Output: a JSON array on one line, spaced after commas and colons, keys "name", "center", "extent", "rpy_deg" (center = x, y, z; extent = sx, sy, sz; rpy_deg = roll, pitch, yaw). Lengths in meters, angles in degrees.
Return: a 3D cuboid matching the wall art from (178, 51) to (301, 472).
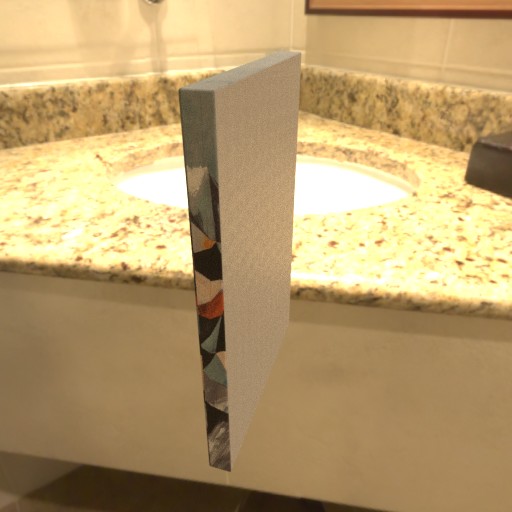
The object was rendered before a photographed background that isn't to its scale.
[{"name": "wall art", "center": [0.000, 0.000, 1.144], "extent": [0.061, 0.911, 0.609], "rpy_deg": [9, 31, 15]}]
